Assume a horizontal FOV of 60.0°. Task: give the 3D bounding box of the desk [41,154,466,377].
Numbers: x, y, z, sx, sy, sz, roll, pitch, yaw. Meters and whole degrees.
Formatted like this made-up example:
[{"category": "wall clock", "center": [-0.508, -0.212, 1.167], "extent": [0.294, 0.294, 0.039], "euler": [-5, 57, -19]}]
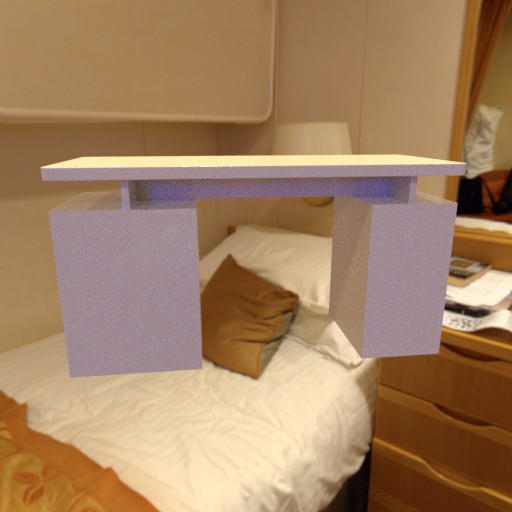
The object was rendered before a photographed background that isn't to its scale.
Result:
[{"category": "desk", "center": [0.000, 0.000, 1.792], "extent": [1.400, 0.762, 0.550], "euler": [-2, 16, -7]}]
